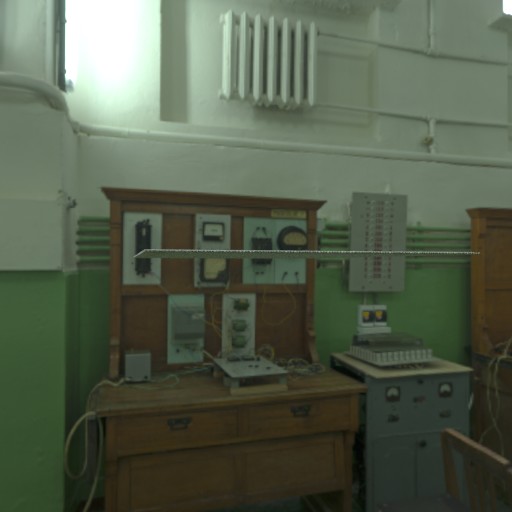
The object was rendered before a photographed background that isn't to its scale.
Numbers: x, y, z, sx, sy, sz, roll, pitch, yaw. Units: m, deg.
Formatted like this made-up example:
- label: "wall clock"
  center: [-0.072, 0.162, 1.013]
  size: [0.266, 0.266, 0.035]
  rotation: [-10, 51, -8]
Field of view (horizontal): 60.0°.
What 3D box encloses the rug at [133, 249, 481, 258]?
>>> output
- label: "rug"
  center: [0.000, 0.000, 2.906]
  size: [1.514, 0.011, 2.233]
  rotation: [0, -1, -17]
